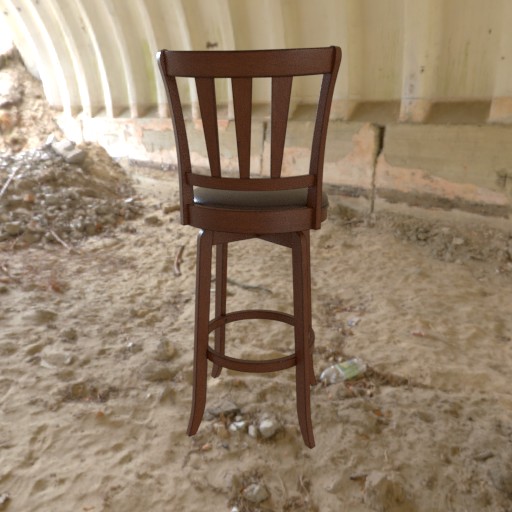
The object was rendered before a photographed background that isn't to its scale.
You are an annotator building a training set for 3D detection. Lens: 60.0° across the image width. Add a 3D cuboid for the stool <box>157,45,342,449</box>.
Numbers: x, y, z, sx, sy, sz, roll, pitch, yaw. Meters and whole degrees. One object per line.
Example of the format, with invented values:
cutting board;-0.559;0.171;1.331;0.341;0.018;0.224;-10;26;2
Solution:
stool;0.000;0.000;1.422;0.464;1.177;0.503;2;18;8
